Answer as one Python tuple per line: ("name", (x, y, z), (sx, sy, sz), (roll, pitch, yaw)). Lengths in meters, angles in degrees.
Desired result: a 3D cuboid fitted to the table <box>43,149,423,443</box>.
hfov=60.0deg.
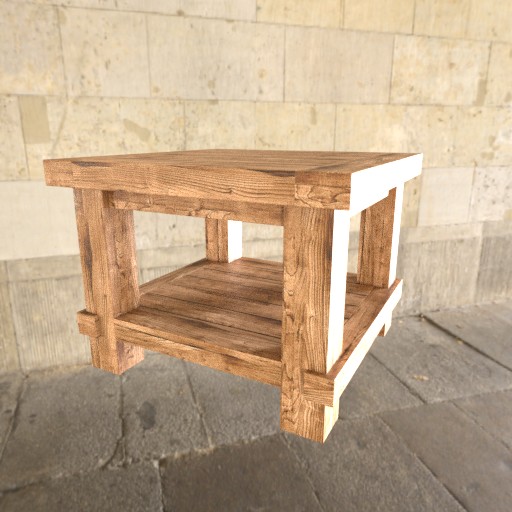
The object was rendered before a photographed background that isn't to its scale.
("table", (0.000, 0.000, 1.038), (0.610, 0.457, 0.610), (8, 18, 27))
